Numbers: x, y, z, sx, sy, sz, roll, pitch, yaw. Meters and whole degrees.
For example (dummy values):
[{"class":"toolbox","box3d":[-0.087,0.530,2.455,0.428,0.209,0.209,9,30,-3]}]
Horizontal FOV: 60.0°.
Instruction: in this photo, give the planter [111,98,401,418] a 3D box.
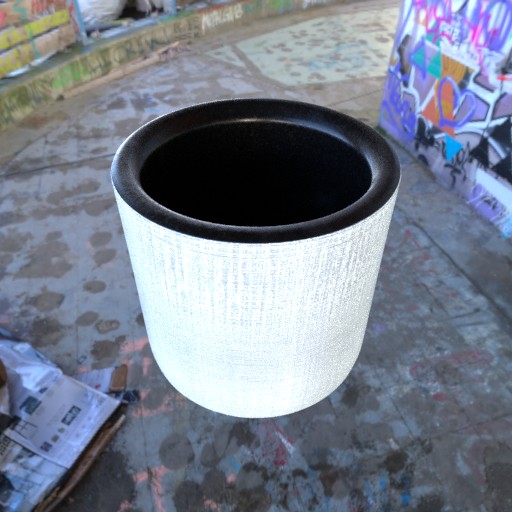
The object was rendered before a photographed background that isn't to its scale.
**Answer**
[{"class":"planter","box3d":[0.000,0.000,0.297,0.160,0.156,0.160,0,41,0]}]
